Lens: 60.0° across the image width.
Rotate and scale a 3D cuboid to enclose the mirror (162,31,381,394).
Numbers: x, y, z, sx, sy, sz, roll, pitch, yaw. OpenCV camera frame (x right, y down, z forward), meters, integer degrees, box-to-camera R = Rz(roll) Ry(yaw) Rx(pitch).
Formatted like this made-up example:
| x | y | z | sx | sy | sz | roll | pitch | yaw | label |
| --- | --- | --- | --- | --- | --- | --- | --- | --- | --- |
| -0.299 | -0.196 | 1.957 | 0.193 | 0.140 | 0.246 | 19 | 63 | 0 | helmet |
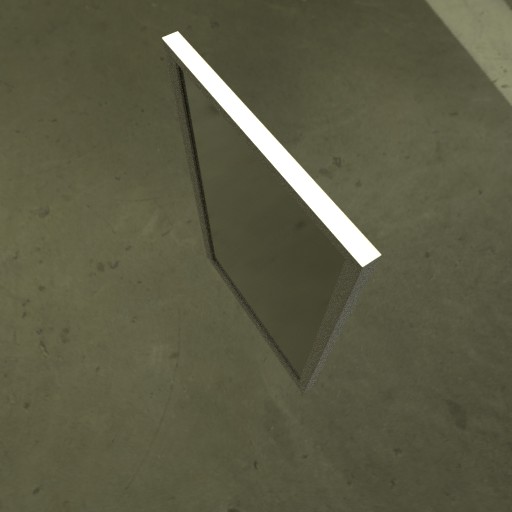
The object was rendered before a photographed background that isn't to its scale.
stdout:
| x | y | z | sx | sy | sz | roll | pitch | yaw | label |
| --- | --- | --- | --- | --- | --- | --- | --- | --- | --- |
| 0.000 | 0.000 | 1.161 | 0.041 | 0.914 | 0.609 | -30 | 66 | -15 | mirror |
